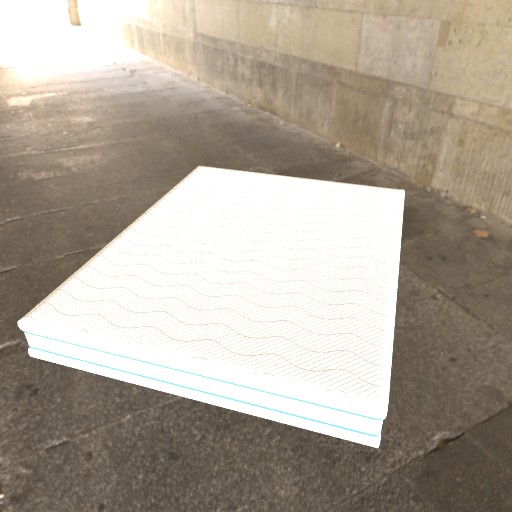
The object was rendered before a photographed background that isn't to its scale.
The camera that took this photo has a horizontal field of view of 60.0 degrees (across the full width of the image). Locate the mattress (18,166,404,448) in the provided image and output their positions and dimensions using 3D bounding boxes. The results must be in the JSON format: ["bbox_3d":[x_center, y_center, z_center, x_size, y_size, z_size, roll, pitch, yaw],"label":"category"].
[{"bbox_3d":[0.000,0.000,2.623,1.600,0.230,2.000,10,34,15],"label":"mattress"}]
